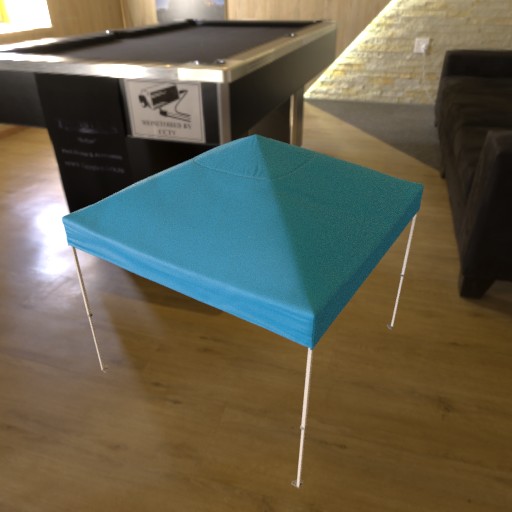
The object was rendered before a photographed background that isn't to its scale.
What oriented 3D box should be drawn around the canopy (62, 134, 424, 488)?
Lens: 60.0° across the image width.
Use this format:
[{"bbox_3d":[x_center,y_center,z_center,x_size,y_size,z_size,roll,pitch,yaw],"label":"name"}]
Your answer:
[{"bbox_3d":[0.000,0.000,5.435,2.998,2.997,2.996,19,37,28],"label":"canopy"}]
